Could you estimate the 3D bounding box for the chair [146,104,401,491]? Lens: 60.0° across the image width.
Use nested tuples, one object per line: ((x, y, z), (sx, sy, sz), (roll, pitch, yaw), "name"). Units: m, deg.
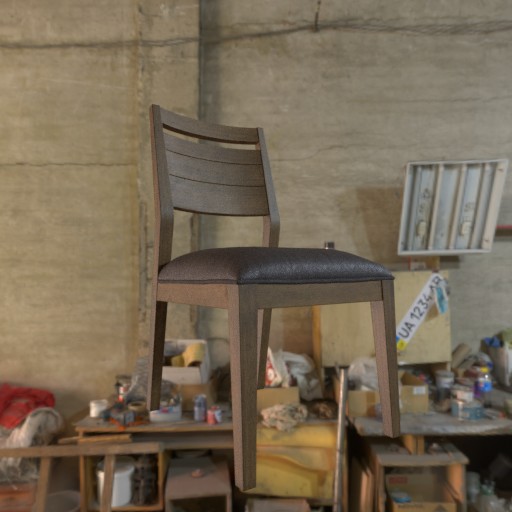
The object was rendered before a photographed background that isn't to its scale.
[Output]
((0.000, 0.000, 1.269), (0.501, 0.939, 0.610), (1, -1, -35), "chair")
